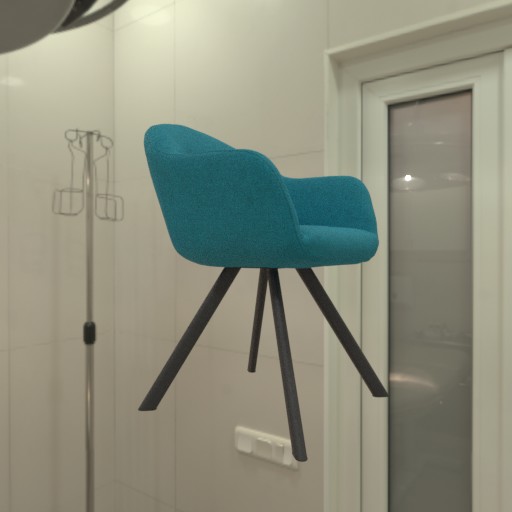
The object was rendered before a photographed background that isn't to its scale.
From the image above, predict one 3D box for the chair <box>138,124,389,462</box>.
[{"bbox_3d":[0.000,0.000,1.192,0.565,0.775,0.545,0,1,36],"label":"chair"}]
